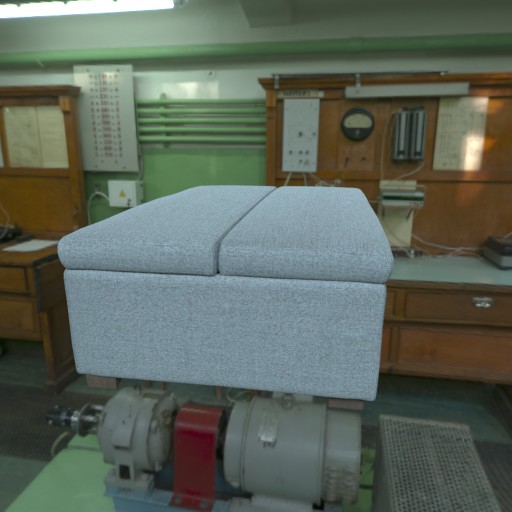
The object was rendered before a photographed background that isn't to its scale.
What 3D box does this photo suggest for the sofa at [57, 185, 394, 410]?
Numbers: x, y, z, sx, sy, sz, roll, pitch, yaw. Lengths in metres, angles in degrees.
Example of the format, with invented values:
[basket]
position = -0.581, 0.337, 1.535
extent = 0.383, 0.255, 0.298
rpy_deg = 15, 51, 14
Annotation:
[sofa]
position = 0.000, 0.000, 1.635
extent = 0.817, 0.434, 1.250
rpy_deg = 2, 15, 9
